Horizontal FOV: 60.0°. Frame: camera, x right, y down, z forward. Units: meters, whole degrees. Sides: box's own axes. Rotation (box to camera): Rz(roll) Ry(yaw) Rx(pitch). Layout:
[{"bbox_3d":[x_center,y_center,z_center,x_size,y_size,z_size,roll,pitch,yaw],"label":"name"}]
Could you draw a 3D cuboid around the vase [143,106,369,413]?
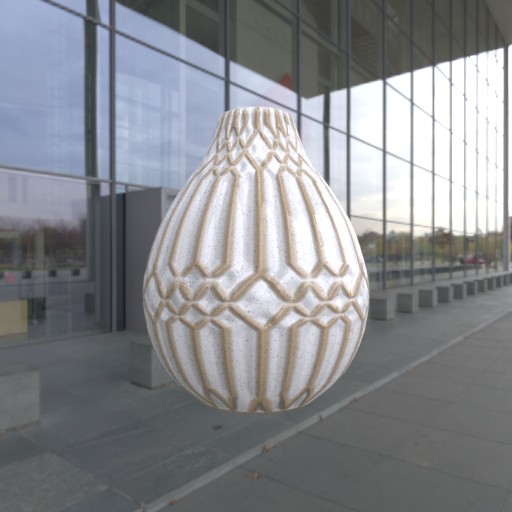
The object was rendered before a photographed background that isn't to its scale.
[{"bbox_3d":[0.000,0.000,0.321,0.159,0.200,0.159,0,0,0],"label":"vase"}]
